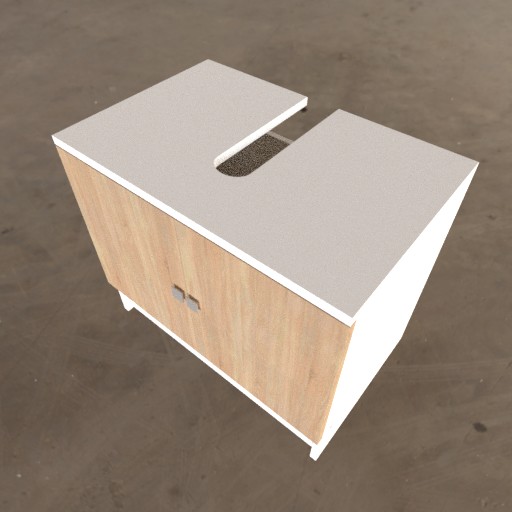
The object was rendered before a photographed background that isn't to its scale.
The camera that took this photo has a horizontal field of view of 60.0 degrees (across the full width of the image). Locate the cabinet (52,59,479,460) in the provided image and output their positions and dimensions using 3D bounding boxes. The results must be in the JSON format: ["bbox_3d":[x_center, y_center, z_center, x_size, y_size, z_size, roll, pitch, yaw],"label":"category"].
[{"bbox_3d":[0.000,0.000,0.927,0.600,0.522,0.400,31,55,25],"label":"cabinet"}]
